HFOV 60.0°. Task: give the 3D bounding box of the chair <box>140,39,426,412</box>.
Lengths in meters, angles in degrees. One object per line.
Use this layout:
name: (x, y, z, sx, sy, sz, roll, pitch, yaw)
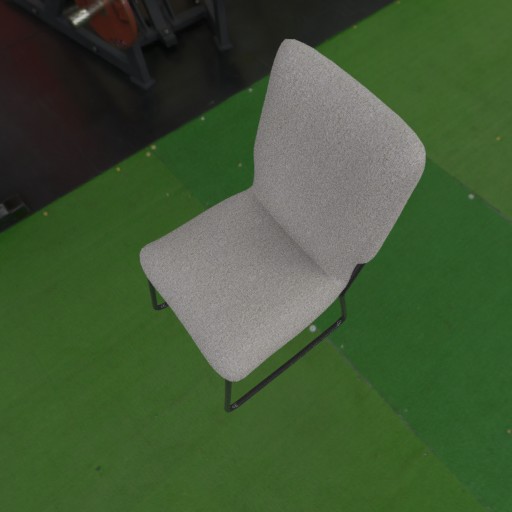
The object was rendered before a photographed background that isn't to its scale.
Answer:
chair: (0.000, 0.000, 1.165, 0.560, 0.864, 0.448, -34, 68, -16)
